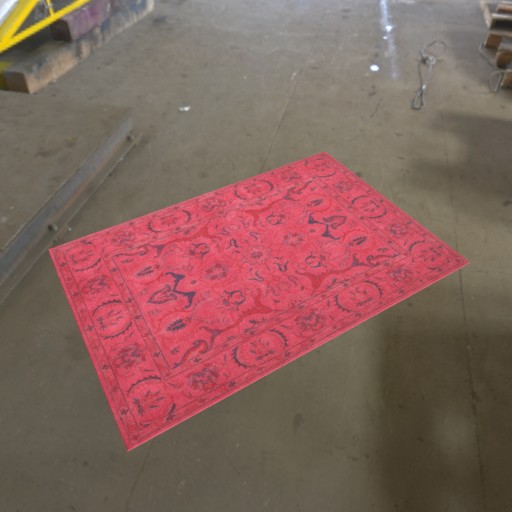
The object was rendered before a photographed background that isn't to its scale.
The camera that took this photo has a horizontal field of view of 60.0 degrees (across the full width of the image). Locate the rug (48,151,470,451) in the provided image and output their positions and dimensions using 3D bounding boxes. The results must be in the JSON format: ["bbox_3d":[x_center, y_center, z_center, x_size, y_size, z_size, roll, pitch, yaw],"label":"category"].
[{"bbox_3d":[0.000,0.000,2.286,1.814,0.008,1.209,-23,50,-21],"label":"rug"}]
